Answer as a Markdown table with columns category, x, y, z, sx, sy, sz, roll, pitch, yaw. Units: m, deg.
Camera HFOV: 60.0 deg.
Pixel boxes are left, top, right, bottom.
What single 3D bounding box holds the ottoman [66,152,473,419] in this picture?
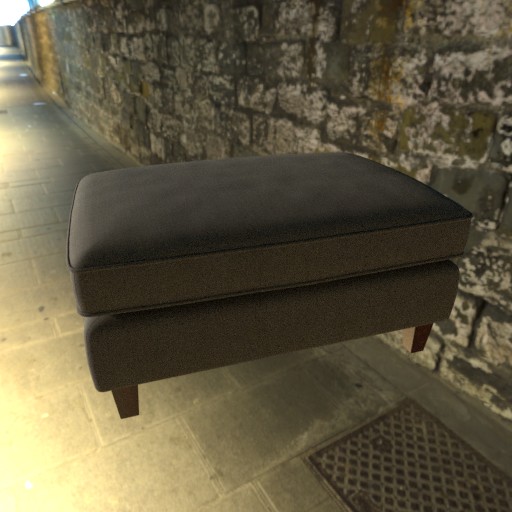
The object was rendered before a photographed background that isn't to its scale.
| category | x | y | z | sx | sy | sz | roll | pitch | yaw |
| --- | --- | --- | --- | --- | --- | --- | --- | --- | --- |
| ottoman | 0.000 | 0.000 | 1.275 | 0.941 | 0.480 | 0.636 | -8 | 28 | -16 |
